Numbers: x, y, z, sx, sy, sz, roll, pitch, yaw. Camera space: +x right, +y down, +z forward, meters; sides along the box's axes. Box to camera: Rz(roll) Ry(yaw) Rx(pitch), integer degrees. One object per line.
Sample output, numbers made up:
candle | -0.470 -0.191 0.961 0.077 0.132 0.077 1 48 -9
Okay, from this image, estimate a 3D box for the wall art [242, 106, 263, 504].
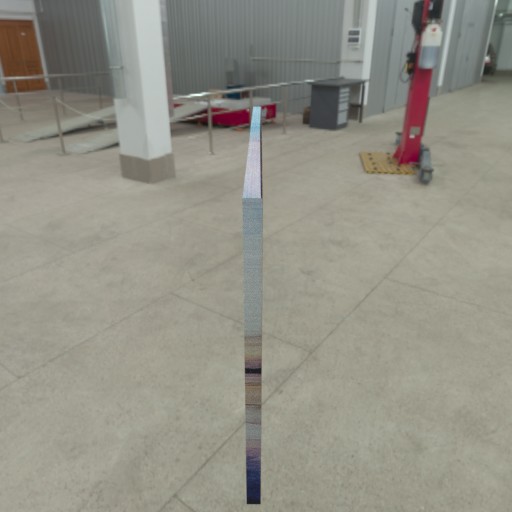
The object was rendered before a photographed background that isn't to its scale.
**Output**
wall art | 0.000 0.000 0.741 0.018 0.402 0.604 0 26 0
